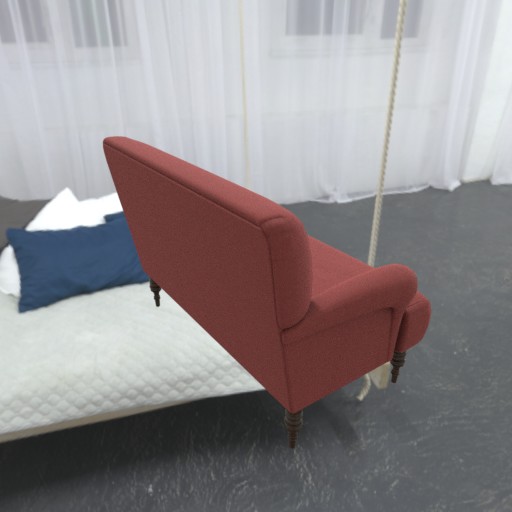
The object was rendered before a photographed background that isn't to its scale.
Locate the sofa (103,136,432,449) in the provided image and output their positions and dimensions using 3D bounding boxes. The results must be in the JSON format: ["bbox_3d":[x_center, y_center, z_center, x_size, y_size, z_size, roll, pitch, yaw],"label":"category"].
[{"bbox_3d":[0.000,0.000,1.837,0.779,0.889,1.297,-18,32,-32],"label":"sofa"}]
